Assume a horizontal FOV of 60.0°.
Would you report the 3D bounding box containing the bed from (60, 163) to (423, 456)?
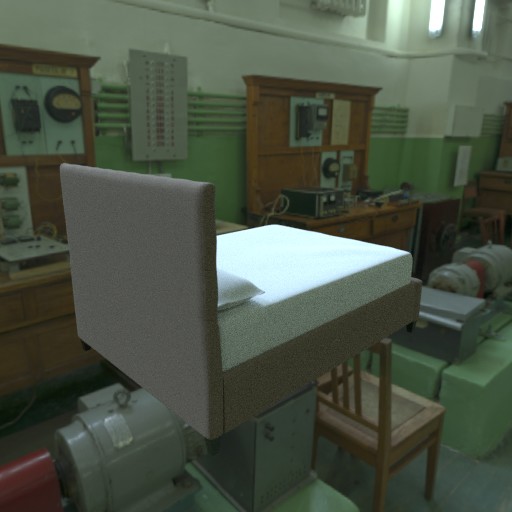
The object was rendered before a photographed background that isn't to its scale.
[{"bbox_3d":[0.000,0.000,3.423,2.233,1.426,1.696,-15,21,-42],"label":"bed"}]
